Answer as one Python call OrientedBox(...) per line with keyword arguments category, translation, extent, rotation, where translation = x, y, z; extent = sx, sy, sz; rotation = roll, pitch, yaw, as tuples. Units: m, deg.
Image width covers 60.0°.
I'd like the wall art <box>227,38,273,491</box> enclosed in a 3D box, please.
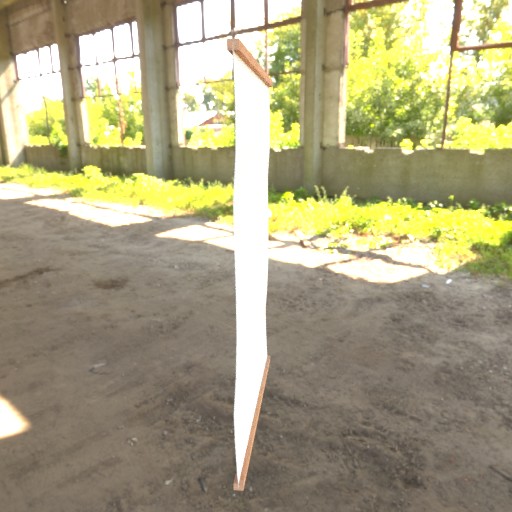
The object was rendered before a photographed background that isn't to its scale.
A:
OrientedBox(category="wall art", translation=(0.000, 0.000, 0.638), extent=(0.012, 0.508, 0.332), rotation=(2, 15, 7))
